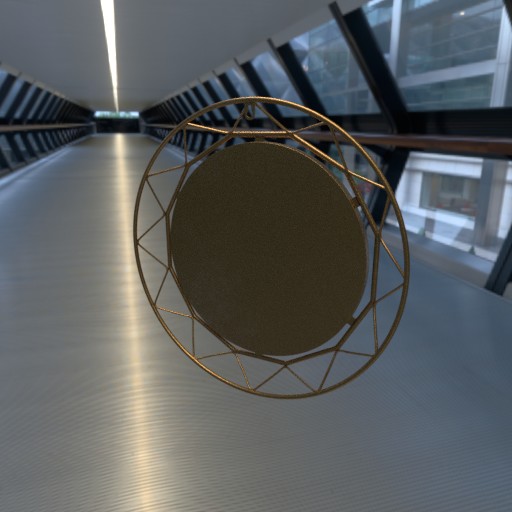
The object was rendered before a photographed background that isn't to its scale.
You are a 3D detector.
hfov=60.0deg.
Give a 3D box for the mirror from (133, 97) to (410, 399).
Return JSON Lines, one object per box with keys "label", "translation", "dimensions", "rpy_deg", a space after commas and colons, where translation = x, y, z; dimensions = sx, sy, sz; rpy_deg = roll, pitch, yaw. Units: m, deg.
{"label": "mirror", "translation": [0.000, 0.000, 0.674], "dimensions": [0.454, 0.454, 0.043], "rpy_deg": [8, 17, 27]}
